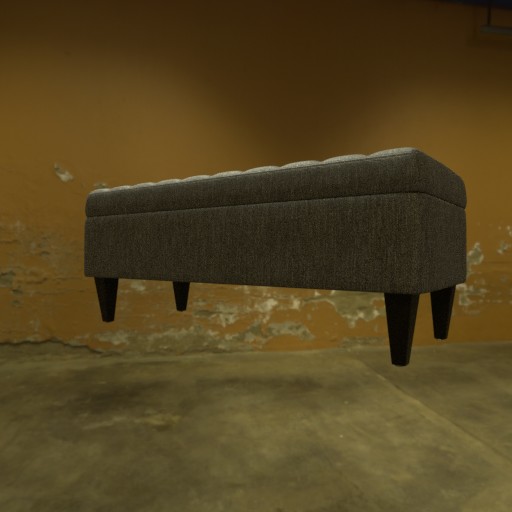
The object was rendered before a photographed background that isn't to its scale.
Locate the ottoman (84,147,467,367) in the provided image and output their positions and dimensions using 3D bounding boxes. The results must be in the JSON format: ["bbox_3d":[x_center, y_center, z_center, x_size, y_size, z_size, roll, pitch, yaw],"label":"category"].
[{"bbox_3d":[0.000,0.000,1.402,1.151,0.469,0.482,0,1,36],"label":"ottoman"}]
